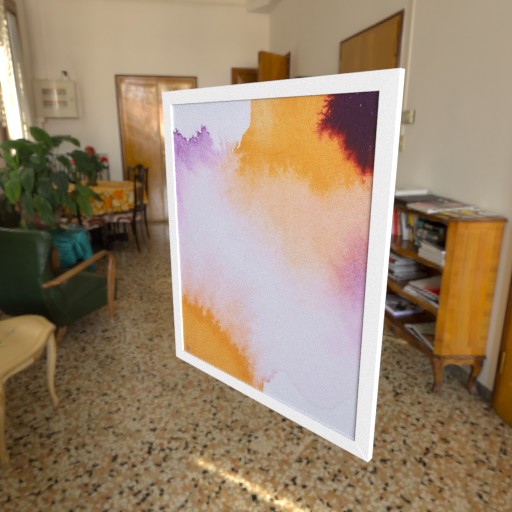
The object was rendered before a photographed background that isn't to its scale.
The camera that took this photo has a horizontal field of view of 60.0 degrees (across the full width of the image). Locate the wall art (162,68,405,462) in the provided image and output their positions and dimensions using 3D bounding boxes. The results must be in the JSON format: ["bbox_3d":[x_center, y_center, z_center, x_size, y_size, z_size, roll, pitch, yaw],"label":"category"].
[{"bbox_3d":[0.000,0.000,0.762,0.482,0.557,0.012,14,21,42],"label":"wall art"}]
